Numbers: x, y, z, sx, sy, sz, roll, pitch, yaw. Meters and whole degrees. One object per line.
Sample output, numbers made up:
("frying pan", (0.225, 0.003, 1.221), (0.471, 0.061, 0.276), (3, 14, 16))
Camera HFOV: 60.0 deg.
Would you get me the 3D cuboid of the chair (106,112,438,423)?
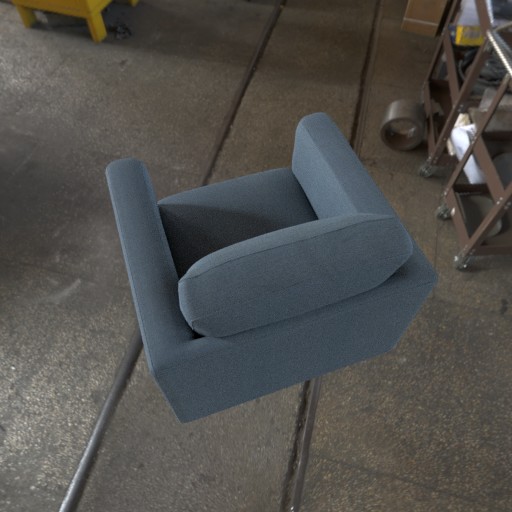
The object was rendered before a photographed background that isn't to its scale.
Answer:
("chair", (0.000, 0.000, 1.590), (0.855, 0.922, 0.820), (-16, 58, -11))
